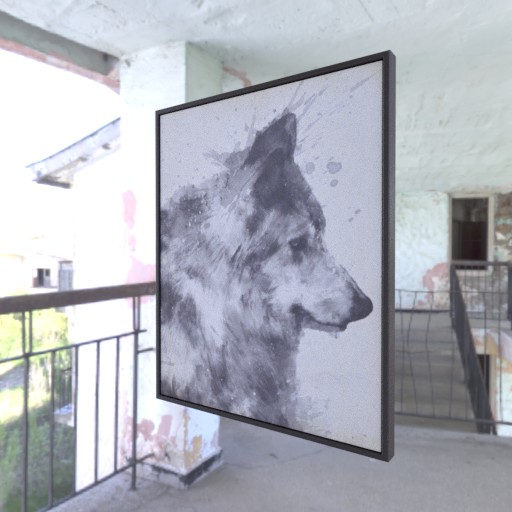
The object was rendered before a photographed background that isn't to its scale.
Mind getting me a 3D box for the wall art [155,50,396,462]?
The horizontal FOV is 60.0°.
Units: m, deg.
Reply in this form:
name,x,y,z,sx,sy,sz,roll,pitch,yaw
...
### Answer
name,x,y,z,sx,sy,sz,roll,pitch,yaw
wall art,0.000,0.000,0.731,0.451,0.551,0.028,1,1,35
